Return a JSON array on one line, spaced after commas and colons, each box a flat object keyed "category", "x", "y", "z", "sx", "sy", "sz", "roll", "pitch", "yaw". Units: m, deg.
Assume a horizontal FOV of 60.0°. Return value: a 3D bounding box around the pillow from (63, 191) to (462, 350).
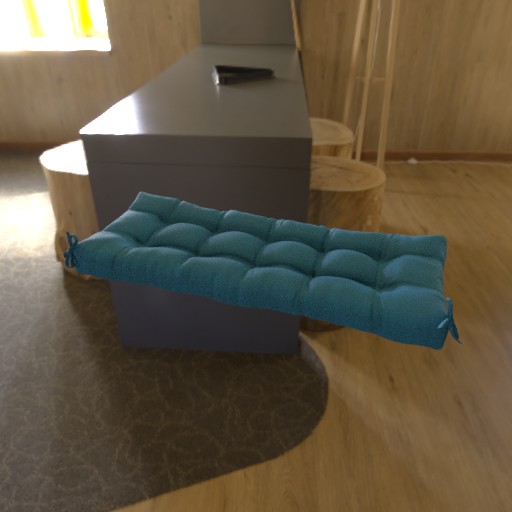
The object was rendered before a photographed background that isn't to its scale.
[{"category": "pillow", "x": 0.000, "y": 0.000, "z": 1.390, "sx": 1.194, "sy": 0.174, "sz": 0.511, "roll": 10, "pitch": 34, "yaw": 15}]
